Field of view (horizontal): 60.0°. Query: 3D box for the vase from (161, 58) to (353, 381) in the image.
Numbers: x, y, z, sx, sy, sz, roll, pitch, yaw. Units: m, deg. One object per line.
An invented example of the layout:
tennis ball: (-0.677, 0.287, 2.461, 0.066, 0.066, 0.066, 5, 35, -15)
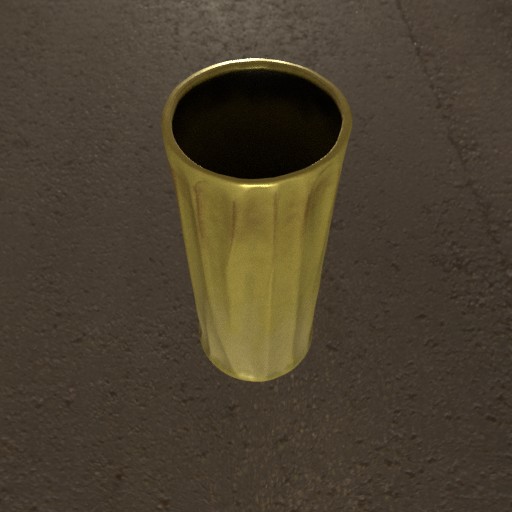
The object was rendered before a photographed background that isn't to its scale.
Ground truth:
vase: (0.000, 0.000, 0.180, 0.061, 0.143, 0.061, 0, 57, 0)
